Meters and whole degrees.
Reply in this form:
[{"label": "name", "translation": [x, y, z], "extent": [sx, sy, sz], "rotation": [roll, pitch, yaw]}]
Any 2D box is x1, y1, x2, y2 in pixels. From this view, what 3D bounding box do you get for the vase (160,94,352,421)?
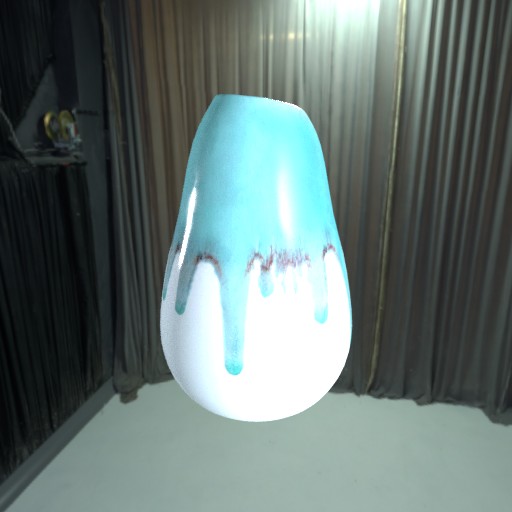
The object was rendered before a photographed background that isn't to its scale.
[{"label": "vase", "translation": [0.000, 0.000, 0.263], "extent": [0.116, 0.179, 0.116], "rotation": [0, 16, 0]}]
